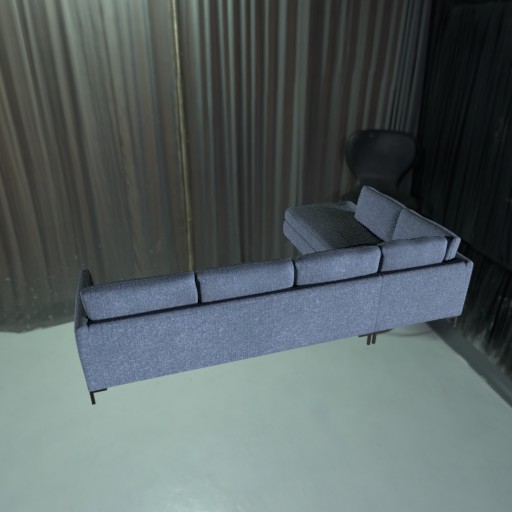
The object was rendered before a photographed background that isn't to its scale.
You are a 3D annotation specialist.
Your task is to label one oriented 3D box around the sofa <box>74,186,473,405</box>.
[{"bbox_3d":[0.000,0.000,3.949,2.949,0.815,2.007,-8,28,-16],"label":"sofa"}]
